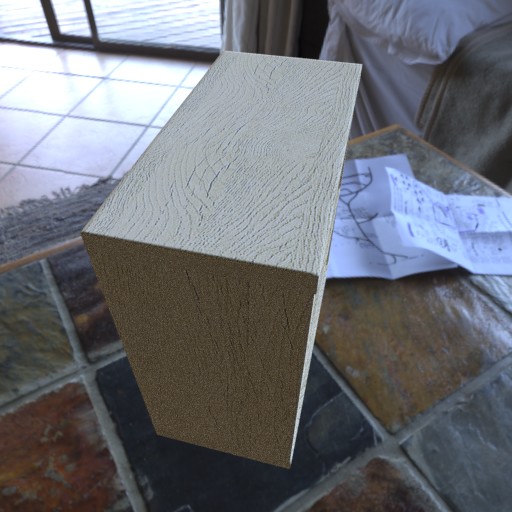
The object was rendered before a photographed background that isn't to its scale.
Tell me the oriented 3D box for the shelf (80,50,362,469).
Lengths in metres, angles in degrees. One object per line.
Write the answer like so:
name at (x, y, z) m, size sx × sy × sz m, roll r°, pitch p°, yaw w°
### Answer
shelf at (0.000, 0.000, 1.234) m, size 0.390 × 0.786 × 0.790 m, roll 10°, pitch 46°, yaw 10°
